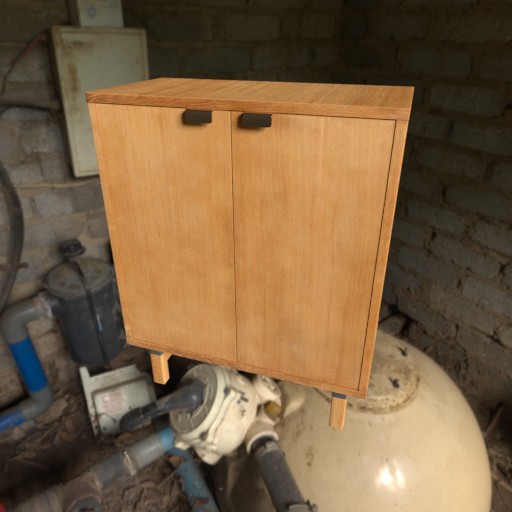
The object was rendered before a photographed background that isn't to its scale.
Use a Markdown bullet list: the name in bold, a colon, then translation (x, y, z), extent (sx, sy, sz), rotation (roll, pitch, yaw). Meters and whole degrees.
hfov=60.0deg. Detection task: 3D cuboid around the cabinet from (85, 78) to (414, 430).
- **cabinet**: translation (0.000, 0.000, 1.416), extent (0.800, 1.001, 0.419), rotation (9, 29, 16)
